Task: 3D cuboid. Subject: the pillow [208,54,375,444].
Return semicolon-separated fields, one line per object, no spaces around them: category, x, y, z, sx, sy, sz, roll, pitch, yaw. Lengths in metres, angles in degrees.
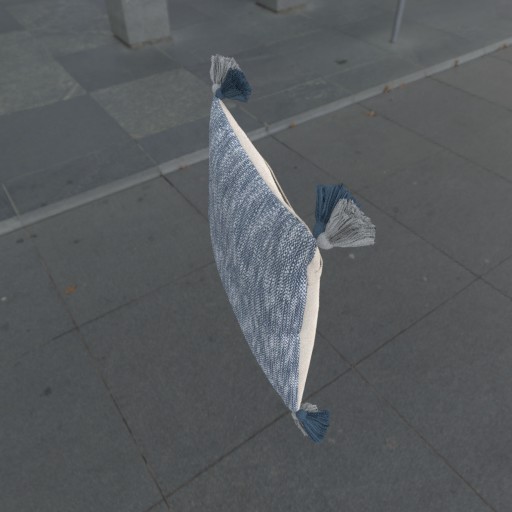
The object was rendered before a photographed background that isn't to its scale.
pillow;0.000;0.000;0.913;0.138;0.634;0.614;-15;47;-14
